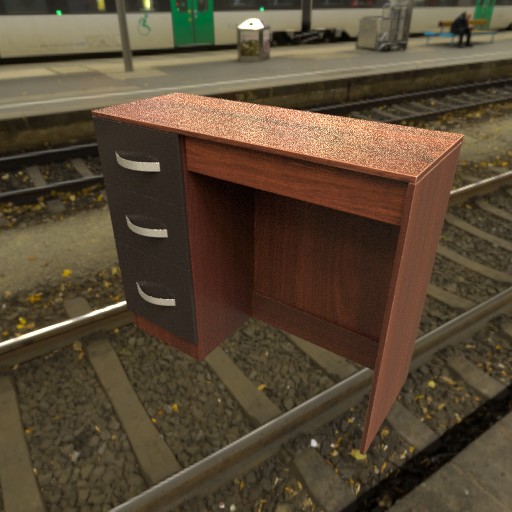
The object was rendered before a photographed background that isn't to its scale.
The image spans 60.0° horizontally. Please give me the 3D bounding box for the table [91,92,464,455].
[{"bbox_3d":[0.000,0.000,1.336,0.930,0.790,0.380,20,36,30],"label":"table"}]
